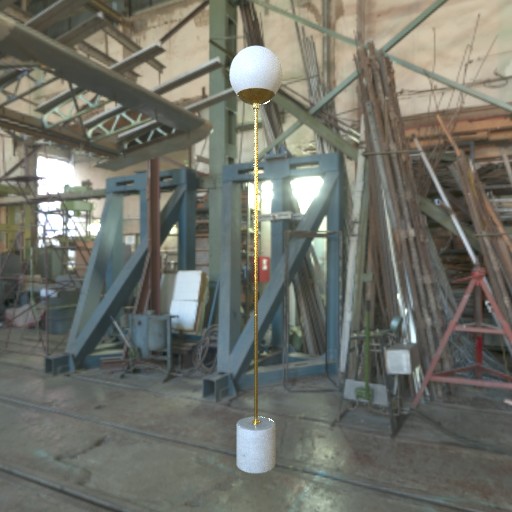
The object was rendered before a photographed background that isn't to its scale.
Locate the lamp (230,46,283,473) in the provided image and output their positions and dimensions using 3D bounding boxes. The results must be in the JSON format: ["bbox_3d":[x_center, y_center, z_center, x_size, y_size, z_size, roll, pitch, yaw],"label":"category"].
[{"bbox_3d":[0.000,0.000,1.869,0.224,1.753,0.224,0,0,-17],"label":"lamp"}]
